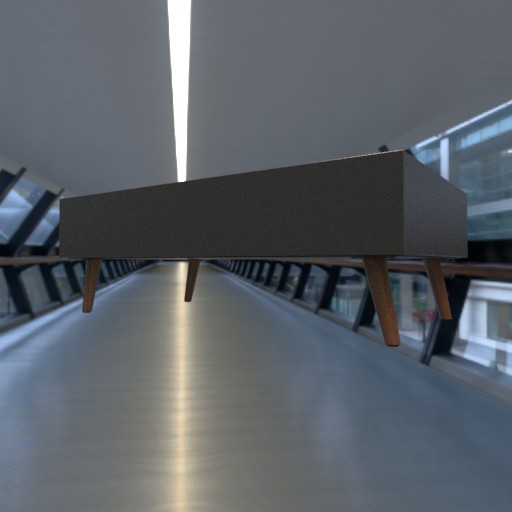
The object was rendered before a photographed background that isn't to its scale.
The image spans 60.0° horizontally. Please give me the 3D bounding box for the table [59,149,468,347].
[{"bbox_3d":[0.000,0.000,1.504,1.201,0.404,0.703,-1,-1,35],"label":"table"}]
